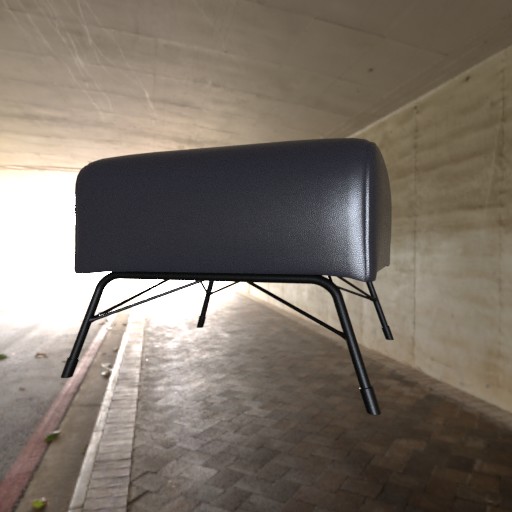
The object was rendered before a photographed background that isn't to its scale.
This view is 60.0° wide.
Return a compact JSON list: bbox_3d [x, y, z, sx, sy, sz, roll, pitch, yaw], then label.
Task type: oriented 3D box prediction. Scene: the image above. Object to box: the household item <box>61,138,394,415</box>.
[{"bbox_3d":[0.000,0.000,0.916,0.530,0.410,0.530,0,1,19],"label":"household item"}]
